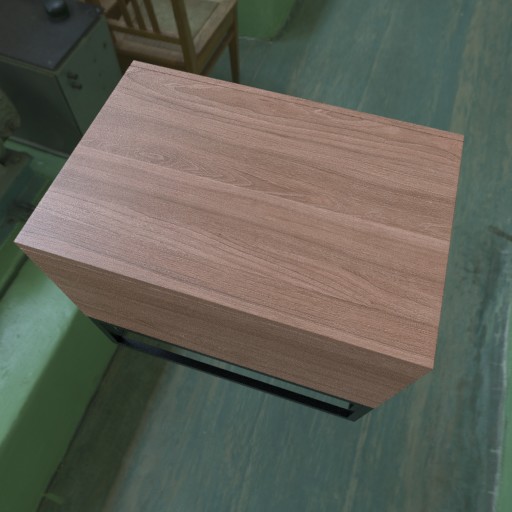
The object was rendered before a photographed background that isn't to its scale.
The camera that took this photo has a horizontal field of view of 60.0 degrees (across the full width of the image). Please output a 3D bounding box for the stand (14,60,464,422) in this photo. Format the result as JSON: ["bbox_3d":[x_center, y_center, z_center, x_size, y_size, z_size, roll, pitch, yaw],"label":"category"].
[{"bbox_3d":[0.000,0.000,0.910,0.600,0.500,0.420,16,63,8],"label":"stand"}]
